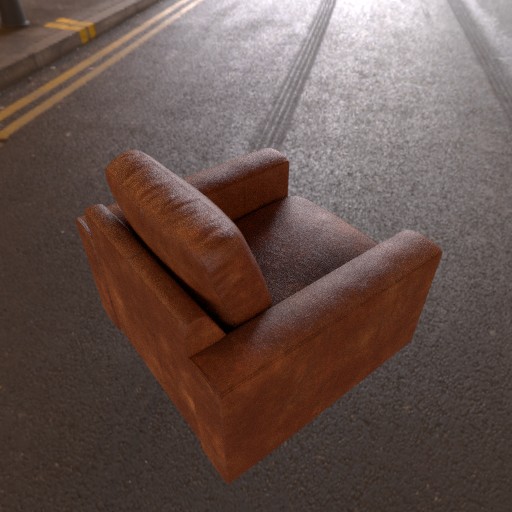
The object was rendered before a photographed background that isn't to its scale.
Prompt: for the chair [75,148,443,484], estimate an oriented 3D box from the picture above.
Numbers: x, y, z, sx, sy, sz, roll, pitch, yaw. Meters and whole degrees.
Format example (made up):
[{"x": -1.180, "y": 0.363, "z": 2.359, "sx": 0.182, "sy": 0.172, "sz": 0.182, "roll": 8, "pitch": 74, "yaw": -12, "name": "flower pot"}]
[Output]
[{"x": 0.000, "y": 0.000, "z": 1.736, "sx": 1.016, "sy": 0.873, "sz": 1.005, "roll": -27, "pitch": 48, "yaw": -28, "name": "chair"}]
